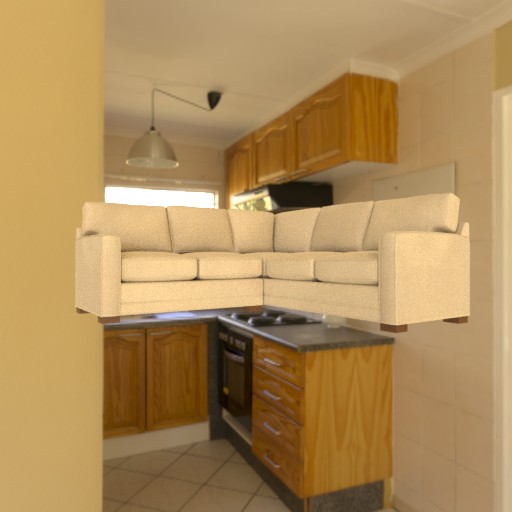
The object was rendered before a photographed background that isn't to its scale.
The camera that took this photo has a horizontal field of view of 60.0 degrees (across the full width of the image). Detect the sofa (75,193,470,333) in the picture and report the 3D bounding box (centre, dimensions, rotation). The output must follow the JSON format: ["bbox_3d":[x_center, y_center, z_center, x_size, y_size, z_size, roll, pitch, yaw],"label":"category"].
[{"bbox_3d":[0.000,0.000,3.408,2.182,0.939,2.189,0,0,-34],"label":"sofa"}]
